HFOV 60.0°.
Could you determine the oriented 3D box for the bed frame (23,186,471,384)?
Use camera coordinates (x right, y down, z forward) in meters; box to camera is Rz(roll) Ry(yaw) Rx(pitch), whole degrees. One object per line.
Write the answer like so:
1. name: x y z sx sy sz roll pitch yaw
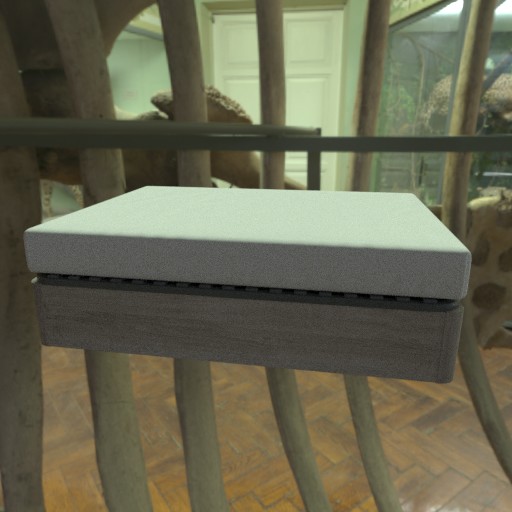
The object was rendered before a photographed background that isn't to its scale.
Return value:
1. bed frame: 0.000 0.000 2.523 1.900 0.561 1.400 3 18 10
